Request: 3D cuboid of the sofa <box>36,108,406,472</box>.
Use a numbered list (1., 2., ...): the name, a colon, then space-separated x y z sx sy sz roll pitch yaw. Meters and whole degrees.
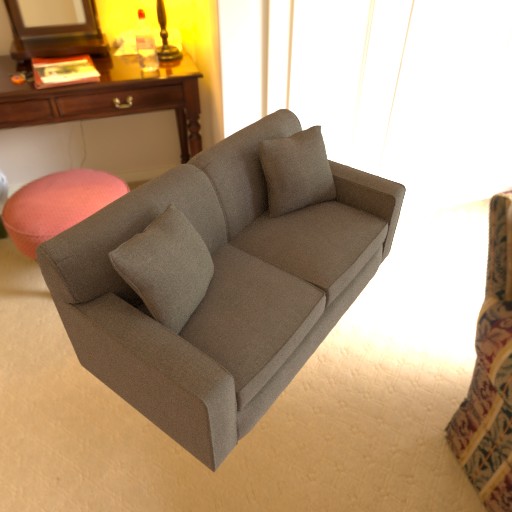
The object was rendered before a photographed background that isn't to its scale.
1. sofa: 0.000 0.000 2.447 1.000 0.958 1.846 26 47 27
